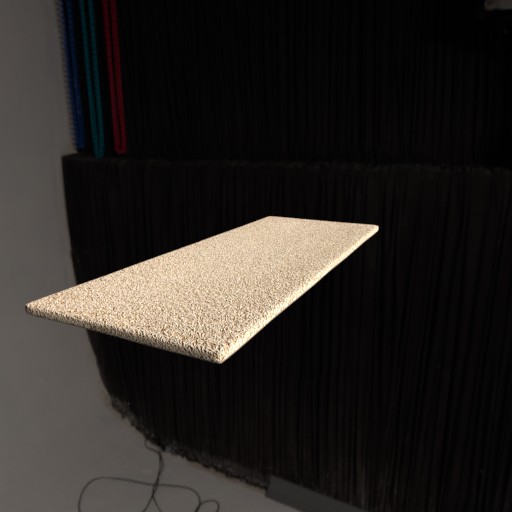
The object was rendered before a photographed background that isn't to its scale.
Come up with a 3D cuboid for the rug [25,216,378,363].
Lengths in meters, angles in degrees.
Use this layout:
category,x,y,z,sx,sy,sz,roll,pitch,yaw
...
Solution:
category,x,y,z,sx,sy,sz,roll,pitch,yaw
rug,0.000,0.000,1.693,0.609,0.030,1.524,7,17,26
